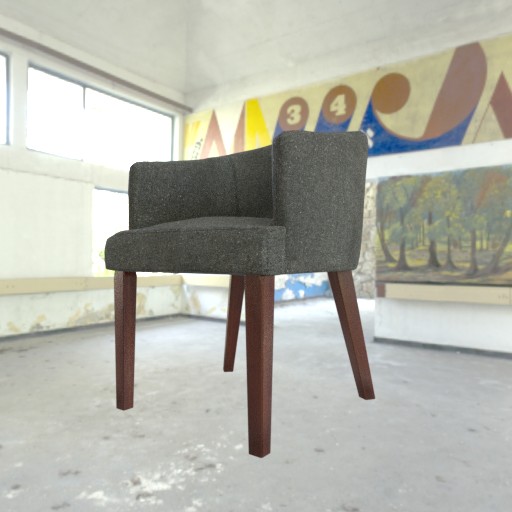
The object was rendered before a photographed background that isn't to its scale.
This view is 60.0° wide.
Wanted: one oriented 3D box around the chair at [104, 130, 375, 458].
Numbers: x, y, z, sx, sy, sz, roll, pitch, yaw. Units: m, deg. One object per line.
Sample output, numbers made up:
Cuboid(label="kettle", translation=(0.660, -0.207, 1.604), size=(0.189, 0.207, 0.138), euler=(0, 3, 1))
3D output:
Cuboid(label="chair", translation=(0.000, 0.000, 1.266), size=(0.583, 0.811, 0.655), euler=(0, -1, 37))
